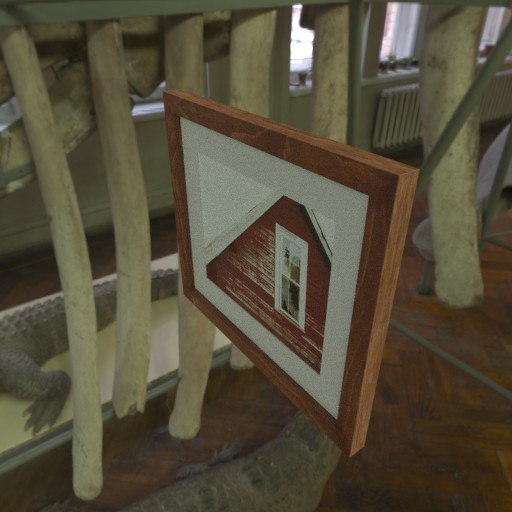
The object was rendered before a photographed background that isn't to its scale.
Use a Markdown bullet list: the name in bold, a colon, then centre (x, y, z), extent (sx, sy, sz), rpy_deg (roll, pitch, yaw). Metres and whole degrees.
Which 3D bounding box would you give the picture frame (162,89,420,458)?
- **picture frame**: centre (0.000, 0.000, 0.544), extent (0.025, 0.330, 0.381), rpy_deg (-21, 37, -31)
